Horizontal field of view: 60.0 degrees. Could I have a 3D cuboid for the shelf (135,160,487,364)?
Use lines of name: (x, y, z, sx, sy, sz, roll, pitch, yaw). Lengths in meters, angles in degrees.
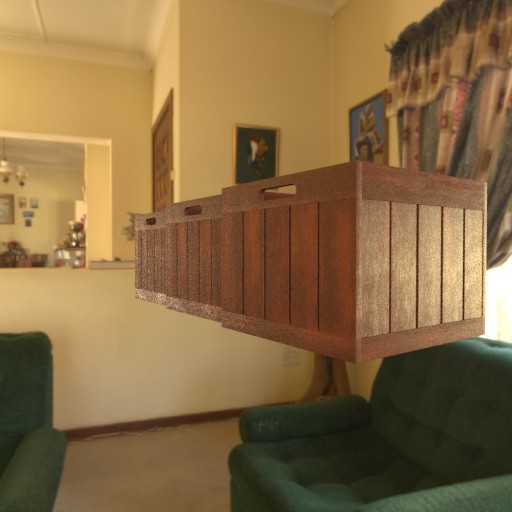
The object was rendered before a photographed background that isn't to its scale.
shelf: (0.000, 0.000, 1.222, 0.393, 0.311, 1.064, -1, 1, -36)
